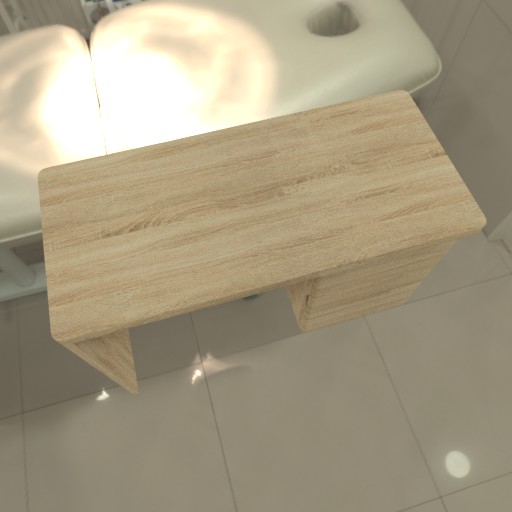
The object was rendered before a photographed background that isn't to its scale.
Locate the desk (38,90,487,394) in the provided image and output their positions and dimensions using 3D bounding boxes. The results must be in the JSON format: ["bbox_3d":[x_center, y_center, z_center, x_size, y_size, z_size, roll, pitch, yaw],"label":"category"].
[{"bbox_3d":[0.000,0.000,1.616,1.200,0.760,0.550,-15,64,-7],"label":"desk"}]
